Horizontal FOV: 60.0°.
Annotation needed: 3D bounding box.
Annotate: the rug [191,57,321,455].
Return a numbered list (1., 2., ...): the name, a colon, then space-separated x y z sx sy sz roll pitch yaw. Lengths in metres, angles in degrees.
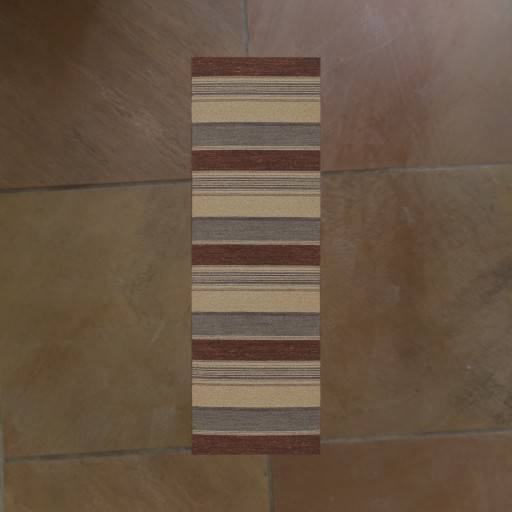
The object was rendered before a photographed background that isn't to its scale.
1. rug: 0.000 0.000 2.721 0.792 0.006 2.437 0 90 0
